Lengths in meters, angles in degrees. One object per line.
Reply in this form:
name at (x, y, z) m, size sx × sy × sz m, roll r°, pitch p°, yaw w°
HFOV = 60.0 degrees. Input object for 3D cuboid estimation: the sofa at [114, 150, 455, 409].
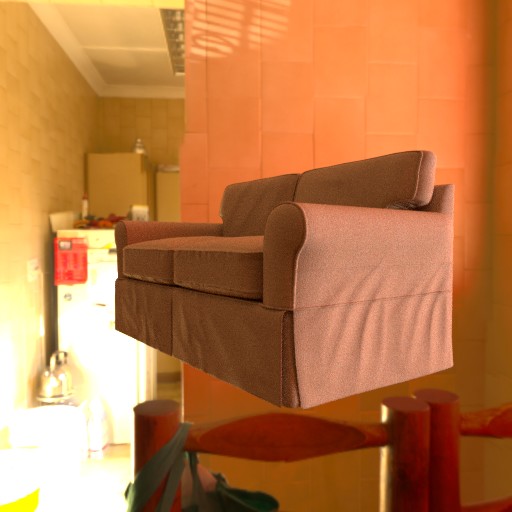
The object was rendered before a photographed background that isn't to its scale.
sofa at (0.000, 0.000, 2.314) m, size 0.991 × 0.940 × 1.727 m, roll -1°, pitch 2°, yaw -36°
